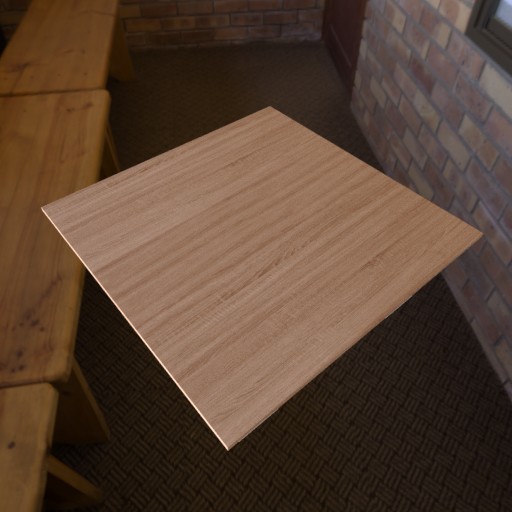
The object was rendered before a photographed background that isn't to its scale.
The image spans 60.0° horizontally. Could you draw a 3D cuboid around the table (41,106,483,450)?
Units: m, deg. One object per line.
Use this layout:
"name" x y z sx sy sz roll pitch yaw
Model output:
"table" 0.000 0.000 1.370 0.890 0.305 0.890 -32 55 -26
